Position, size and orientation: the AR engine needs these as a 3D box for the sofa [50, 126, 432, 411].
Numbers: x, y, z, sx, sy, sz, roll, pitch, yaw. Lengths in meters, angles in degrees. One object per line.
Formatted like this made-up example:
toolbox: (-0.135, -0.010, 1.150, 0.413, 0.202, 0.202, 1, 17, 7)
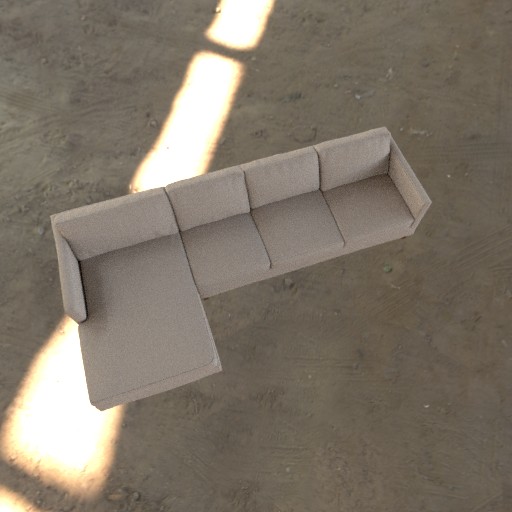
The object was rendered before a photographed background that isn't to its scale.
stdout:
sofa: (0.000, 0.000, 3.889, 3.186, 0.846, 1.625, -17, 64, -8)
